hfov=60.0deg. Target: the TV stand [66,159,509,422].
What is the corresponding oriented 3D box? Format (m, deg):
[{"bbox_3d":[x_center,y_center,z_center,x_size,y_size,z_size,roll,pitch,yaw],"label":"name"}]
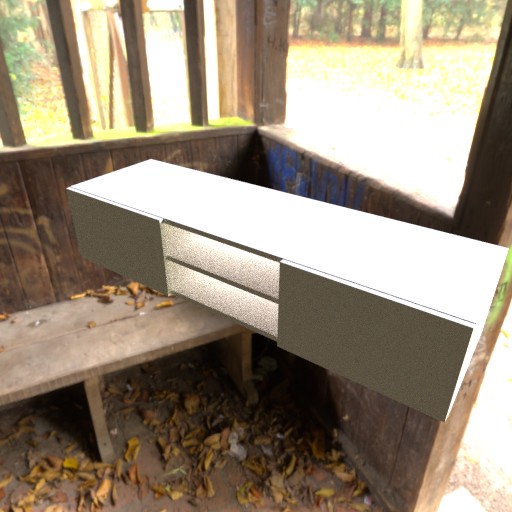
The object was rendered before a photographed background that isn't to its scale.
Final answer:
[{"bbox_3d":[0.000,0.000,1.493,1.400,0.310,0.420,19,35,30],"label":"TV stand"}]
